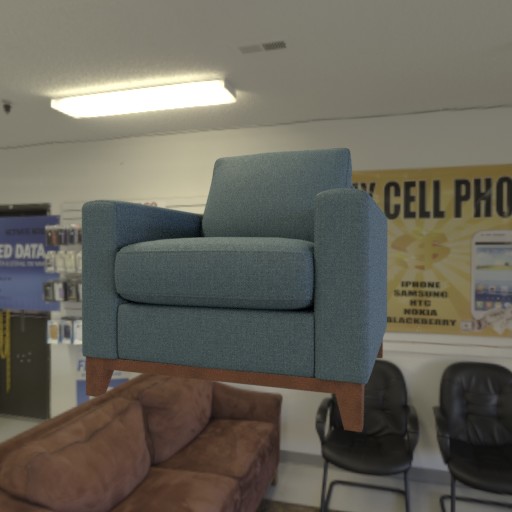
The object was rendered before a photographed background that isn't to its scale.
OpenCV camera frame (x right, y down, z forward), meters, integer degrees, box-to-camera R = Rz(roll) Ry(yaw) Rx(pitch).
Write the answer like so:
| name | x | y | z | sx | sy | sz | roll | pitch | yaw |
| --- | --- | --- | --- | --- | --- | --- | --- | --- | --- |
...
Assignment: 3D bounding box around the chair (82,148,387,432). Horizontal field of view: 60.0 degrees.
| name | x | y | z | sx | sy | sz | roll | pitch | yaw |
| --- | --- | --- | --- | --- | --- | --- | --- | --- | --- |
| chair | 0.000 | 0.000 | 1.888 | 1.024 | 1.010 | 1.038 | 0 | 1 | 19 |
